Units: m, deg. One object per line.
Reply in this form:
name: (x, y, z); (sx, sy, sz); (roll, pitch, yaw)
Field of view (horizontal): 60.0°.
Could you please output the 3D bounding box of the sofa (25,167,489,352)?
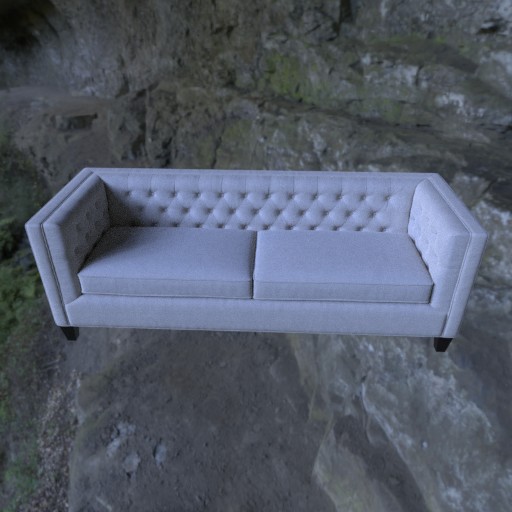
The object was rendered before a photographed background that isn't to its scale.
sofa: (0.000, 0.000, 2.566); (2.159, 0.762, 0.775); (1, 32, 2)
